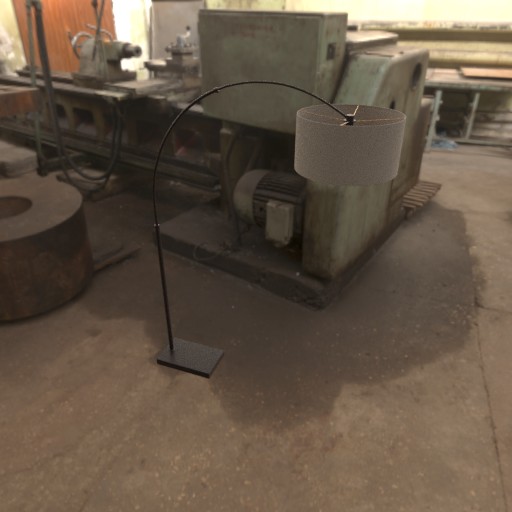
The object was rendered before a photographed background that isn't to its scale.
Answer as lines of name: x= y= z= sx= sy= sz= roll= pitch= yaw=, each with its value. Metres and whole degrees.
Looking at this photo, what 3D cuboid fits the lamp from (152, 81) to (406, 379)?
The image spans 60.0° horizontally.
lamp: x=0.000 y=0.000 z=2.595 sx=1.424 sy=1.927 sz=0.493 roll=11 pitch=31 yaw=18
